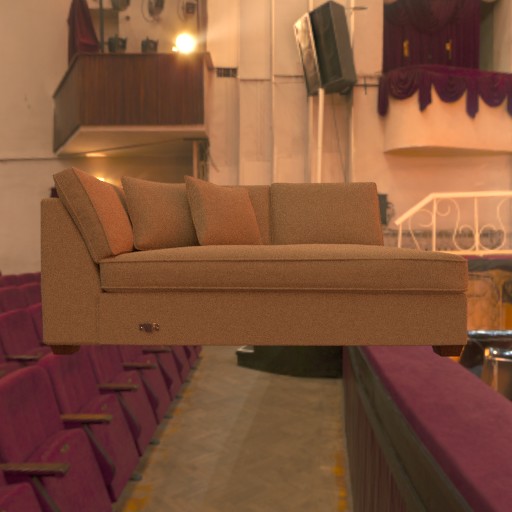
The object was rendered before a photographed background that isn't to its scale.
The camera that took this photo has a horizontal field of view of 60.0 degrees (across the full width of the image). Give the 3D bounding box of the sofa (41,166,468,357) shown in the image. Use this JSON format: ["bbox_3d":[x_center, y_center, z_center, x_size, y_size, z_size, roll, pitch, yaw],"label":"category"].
[{"bbox_3d":[0.000,0.000,2.794,2.237,1.033,1.110,0,1,0],"label":"sofa"}]
